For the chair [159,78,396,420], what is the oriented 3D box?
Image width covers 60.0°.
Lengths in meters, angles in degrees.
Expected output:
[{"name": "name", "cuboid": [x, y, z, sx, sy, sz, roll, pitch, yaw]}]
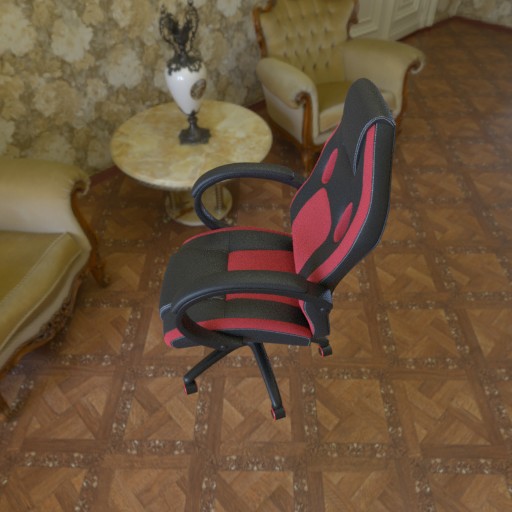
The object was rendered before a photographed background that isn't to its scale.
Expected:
[{"name": "chair", "cuboid": [0.000, 0.000, 1.599, 0.724, 1.187, 0.673, 0, 43, 0]}]
